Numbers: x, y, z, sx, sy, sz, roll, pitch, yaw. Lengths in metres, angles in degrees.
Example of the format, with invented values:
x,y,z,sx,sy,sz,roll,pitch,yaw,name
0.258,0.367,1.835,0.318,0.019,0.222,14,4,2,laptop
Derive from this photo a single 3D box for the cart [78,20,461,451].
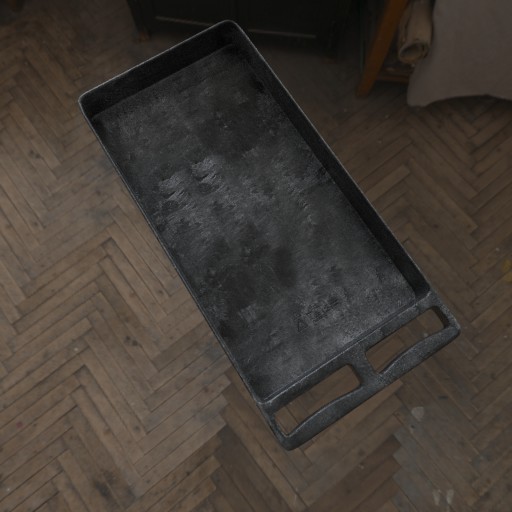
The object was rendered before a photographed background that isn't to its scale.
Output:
x,y,z,sx,sy,sz,roll,pitch,yaw,name
0.000,0.000,1.327,0.420,0.824,0.877,-31,78,-8,cart
